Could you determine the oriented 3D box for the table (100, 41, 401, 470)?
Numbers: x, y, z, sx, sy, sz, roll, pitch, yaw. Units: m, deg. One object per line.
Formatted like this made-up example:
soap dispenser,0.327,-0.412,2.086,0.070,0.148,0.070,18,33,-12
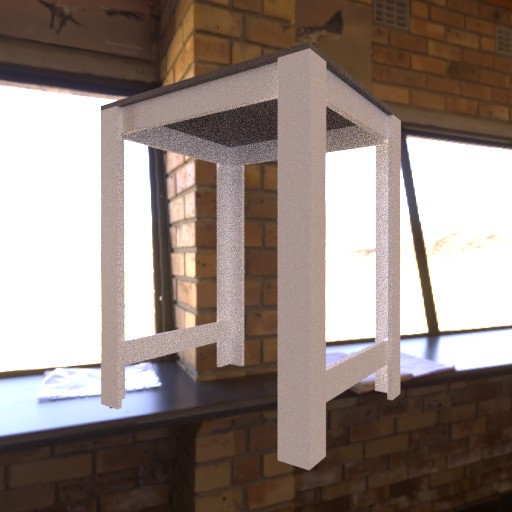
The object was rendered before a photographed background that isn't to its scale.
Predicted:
table,0.000,0.000,1.563,0.800,1.020,0.700,0,0,35
